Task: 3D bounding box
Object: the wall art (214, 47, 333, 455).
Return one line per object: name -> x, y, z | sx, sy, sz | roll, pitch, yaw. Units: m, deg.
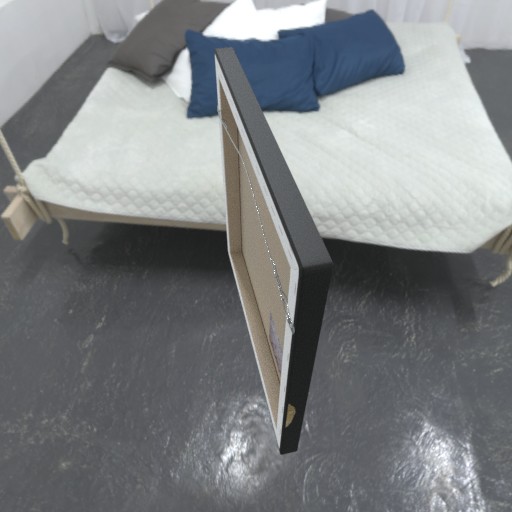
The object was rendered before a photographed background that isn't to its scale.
wall art -> 0.000, 0.000, 0.926 | 0.043, 0.611, 0.610 | -10, 48, -9
